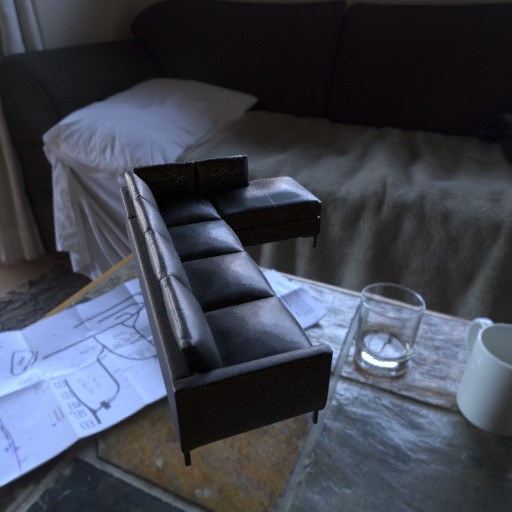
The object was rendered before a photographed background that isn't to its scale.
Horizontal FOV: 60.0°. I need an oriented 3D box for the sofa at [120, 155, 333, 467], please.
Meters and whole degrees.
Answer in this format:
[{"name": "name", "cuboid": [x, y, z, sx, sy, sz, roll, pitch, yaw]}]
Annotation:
[{"name": "sofa", "cuboid": [0.000, 0.000, 3.776, 1.938, 0.877, 2.984, -10, 32, -17]}]
